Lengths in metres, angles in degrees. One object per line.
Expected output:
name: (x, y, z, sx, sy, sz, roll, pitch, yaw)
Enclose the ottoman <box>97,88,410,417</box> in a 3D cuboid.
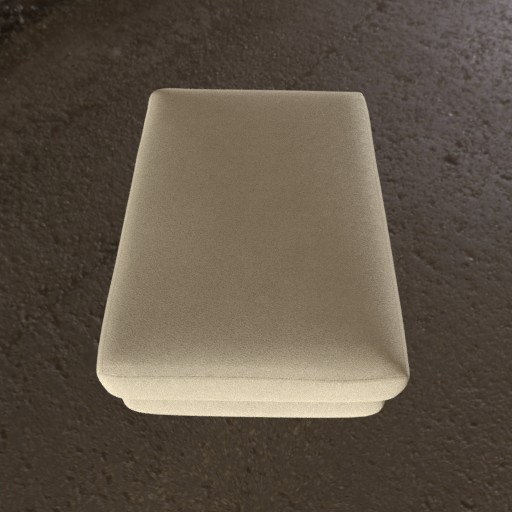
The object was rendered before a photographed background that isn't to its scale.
ottoman: (0.000, 0.000, 1.119, 0.569, 0.499, 0.773, 1, 59, 0)
